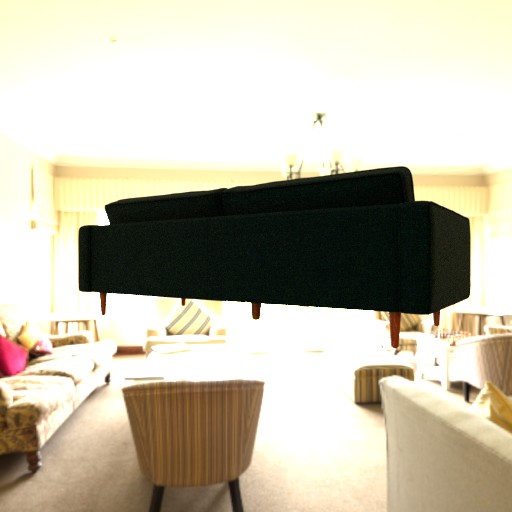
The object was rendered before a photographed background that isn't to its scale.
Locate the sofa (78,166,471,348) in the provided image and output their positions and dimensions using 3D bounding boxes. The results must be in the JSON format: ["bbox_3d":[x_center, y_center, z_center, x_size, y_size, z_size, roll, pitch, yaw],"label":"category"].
[{"bbox_3d":[0.000,0.000,2.637,2.210,0.762,0.914,0,-1,34],"label":"sofa"}]
